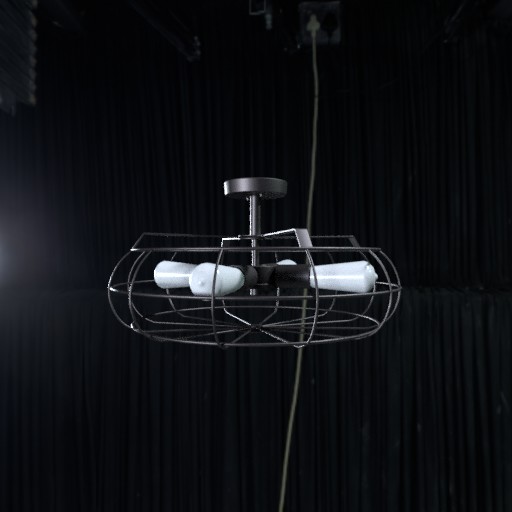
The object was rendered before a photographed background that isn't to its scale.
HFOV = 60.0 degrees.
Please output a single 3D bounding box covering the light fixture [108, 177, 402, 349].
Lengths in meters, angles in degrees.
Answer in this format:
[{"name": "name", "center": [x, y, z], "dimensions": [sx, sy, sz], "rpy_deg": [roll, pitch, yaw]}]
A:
[{"name": "light fixture", "center": [0.000, 0.000, 0.932], "dimensions": [0.582, 0.311, 0.582], "rpy_deg": [0, -1, 0]}]
